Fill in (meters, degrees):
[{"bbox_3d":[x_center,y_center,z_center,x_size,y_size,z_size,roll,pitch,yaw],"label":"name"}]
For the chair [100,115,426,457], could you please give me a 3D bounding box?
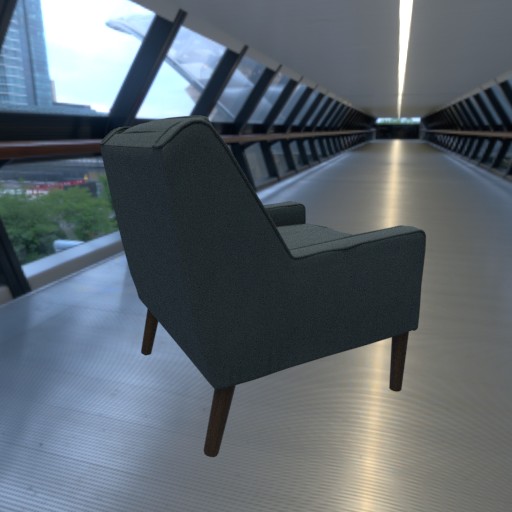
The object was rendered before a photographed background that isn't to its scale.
[{"bbox_3d":[0.000,0.000,1.323,0.733,0.780,0.663,-8,17,-27],"label":"chair"}]
